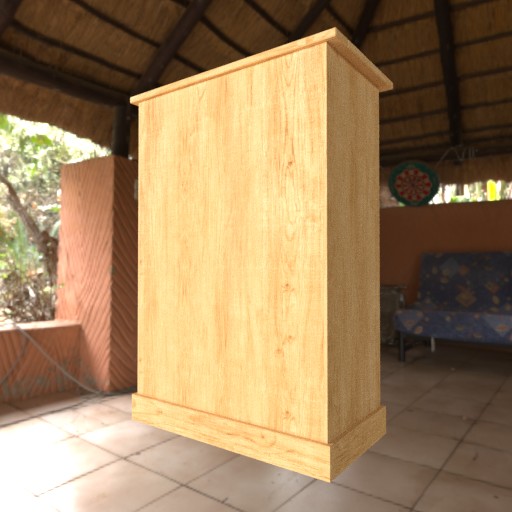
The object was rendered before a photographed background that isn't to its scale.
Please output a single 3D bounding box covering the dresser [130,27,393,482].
[{"bbox_3d":[0.000,0.000,1.718,0.915,1.300,0.485,-1,-1,36],"label":"dresser"}]
